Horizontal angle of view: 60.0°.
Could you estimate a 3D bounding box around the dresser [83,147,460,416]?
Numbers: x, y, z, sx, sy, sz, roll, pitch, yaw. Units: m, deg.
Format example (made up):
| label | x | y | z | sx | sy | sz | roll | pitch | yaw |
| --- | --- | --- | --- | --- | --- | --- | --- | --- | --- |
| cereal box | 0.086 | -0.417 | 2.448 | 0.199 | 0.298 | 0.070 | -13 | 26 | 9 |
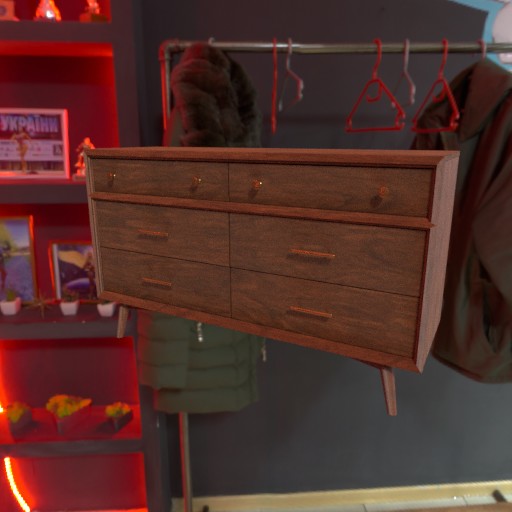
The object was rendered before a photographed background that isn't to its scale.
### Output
| label | x | y | z | sx | sy | sz | roll | pitch | yaw |
| --- | --- | --- | --- | --- | --- | --- | --- | --- | --- |
| dresser | 0.000 | 0.000 | 1.908 | 1.472 | 0.889 | 0.500 | 8 | 17 | 27 |
